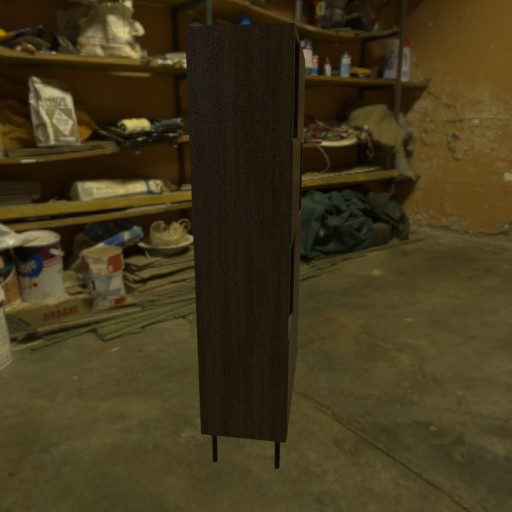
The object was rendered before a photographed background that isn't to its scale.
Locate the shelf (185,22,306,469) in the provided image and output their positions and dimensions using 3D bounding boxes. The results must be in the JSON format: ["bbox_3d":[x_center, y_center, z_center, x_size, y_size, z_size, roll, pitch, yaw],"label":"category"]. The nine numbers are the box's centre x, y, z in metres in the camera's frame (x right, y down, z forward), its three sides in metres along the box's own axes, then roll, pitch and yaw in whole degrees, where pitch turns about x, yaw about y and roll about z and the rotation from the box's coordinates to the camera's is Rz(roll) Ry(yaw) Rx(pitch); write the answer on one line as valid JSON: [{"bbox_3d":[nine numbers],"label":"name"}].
[{"bbox_3d":[0.000,0.000,1.780,0.323,1.545,0.670,2,16,8],"label":"shelf"}]
